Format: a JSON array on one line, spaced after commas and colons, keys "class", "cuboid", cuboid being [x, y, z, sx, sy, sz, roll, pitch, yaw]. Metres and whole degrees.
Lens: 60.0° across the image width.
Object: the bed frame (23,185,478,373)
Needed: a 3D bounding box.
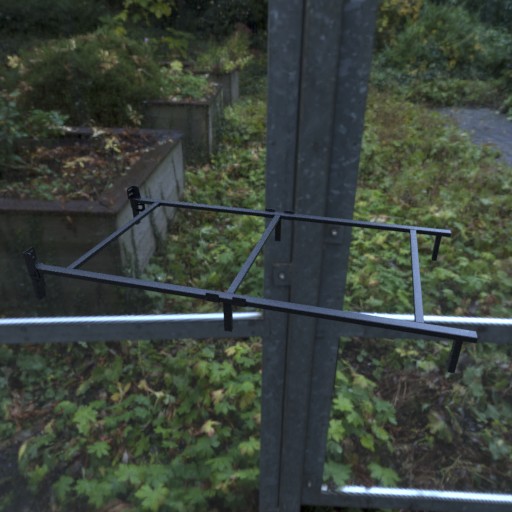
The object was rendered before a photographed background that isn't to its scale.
[{"class": "bed frame", "cuboid": [0.000, 0.000, 2.220, 1.897, 0.248, 0.968, 8, 29, 14]}]
